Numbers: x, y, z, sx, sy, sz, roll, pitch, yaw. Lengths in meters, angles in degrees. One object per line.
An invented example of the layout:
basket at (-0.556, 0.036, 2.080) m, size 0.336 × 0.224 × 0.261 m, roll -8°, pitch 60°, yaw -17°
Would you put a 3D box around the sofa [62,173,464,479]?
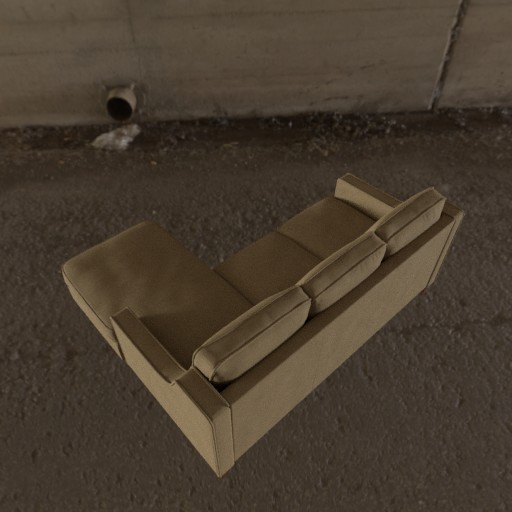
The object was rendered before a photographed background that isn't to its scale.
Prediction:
sofa at (0.000, 0.000, 3.306) m, size 2.317 × 1.066 × 1.858 m, roll -33°, pitch 54°, yaw -28°
